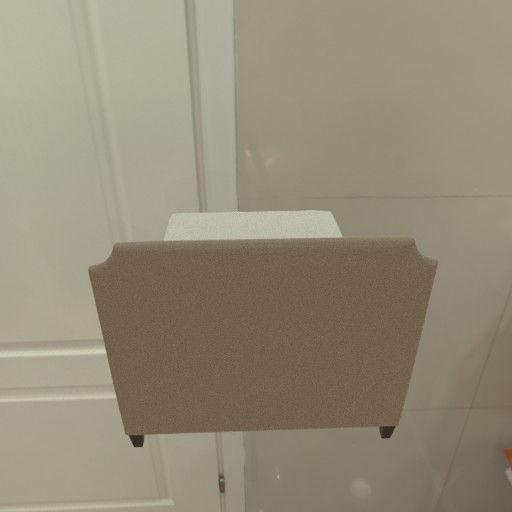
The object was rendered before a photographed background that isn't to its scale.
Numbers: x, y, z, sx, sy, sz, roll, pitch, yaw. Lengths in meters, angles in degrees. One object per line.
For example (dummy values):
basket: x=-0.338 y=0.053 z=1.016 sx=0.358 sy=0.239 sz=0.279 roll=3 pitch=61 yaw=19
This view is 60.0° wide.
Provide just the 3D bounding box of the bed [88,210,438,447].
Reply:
bed: x=0.000 y=0.000 z=3.435 sx=1.713 sy=1.443 sz=2.372 roll=-1 pitch=30 yaw=-2
